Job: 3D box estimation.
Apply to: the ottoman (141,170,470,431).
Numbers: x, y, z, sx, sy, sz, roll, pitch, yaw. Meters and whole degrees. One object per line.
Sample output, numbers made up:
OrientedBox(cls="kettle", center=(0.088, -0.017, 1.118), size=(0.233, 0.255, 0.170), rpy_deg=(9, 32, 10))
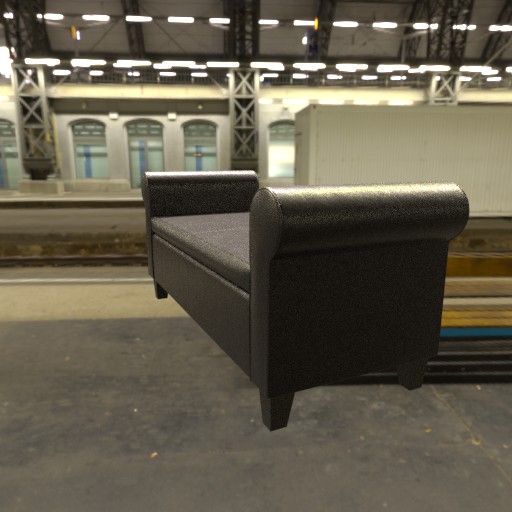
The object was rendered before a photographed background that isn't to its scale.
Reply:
OrientedBox(cls="ottoman", center=(0.000, 0.000, 1.521), size=(0.521, 0.547, 1.256), rpy_deg=(-6, 14, -25))
